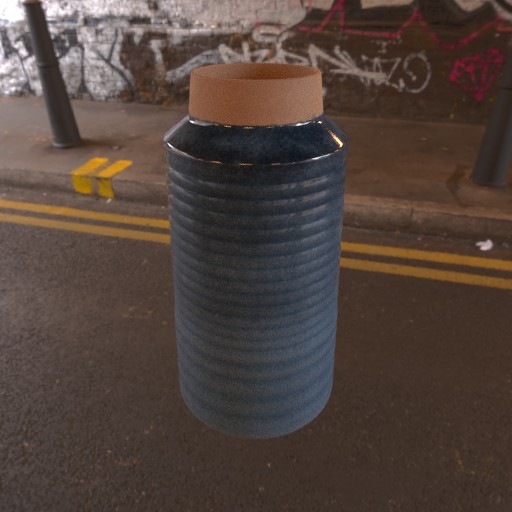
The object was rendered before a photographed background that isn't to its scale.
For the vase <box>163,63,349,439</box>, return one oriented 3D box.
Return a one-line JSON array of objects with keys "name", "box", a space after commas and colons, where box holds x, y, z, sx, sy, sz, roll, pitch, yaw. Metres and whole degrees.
[{"name": "vase", "box": [0.000, 0.000, 0.405, 0.163, 0.316, 0.163, 0, 30, 0]}]
